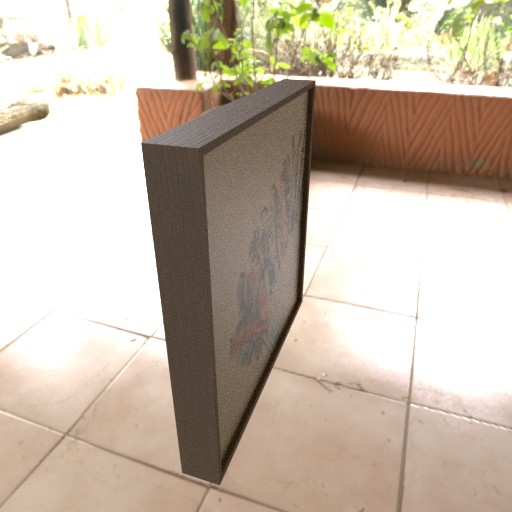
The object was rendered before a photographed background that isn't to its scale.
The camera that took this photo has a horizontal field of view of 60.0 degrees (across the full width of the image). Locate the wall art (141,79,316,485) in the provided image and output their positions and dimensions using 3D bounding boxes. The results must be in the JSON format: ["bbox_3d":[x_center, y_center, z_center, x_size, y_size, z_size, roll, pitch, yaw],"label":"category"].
[{"bbox_3d":[0.000,0.000,0.454,0.038,0.303,0.304,10,30,17],"label":"wall art"}]
